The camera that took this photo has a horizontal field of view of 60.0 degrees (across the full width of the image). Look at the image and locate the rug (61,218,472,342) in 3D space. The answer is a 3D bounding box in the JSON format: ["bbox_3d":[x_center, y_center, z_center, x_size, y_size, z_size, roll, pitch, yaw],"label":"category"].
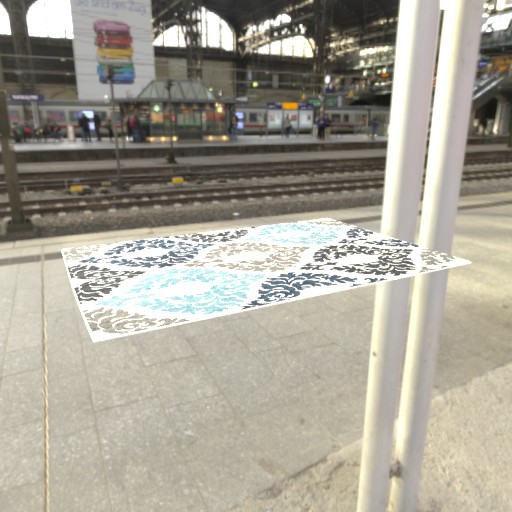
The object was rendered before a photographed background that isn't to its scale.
[{"bbox_3d":[0.000,0.000,2.921,2.275,0.014,1.514,-9,19,-26],"label":"rug"}]
